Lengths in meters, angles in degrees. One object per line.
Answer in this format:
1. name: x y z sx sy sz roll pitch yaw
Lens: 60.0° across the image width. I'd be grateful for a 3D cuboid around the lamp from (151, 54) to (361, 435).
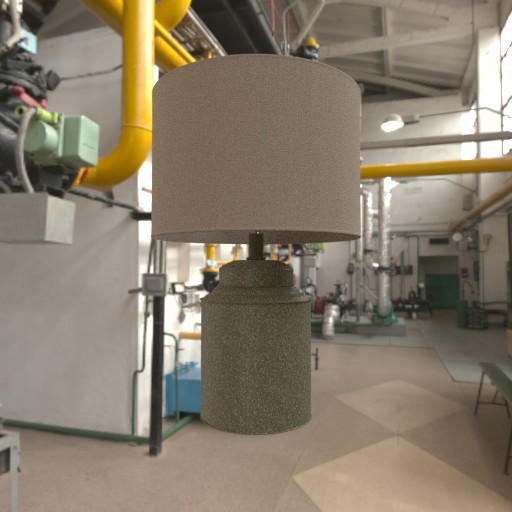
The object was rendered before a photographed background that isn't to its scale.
1. lamp: 0.000 0.000 0.688 0.318 0.486 0.318 0 -1 0
